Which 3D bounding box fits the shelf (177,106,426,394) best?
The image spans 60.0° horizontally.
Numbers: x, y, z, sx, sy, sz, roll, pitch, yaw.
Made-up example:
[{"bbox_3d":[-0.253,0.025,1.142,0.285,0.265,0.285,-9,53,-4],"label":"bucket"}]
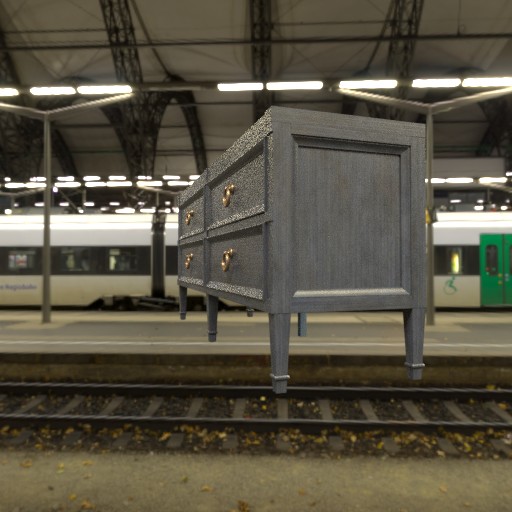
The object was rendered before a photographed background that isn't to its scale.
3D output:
[{"bbox_3d":[0.000,0.000,1.911,0.479,0.719,1.575,0,-1,-18],"label":"shelf"}]
